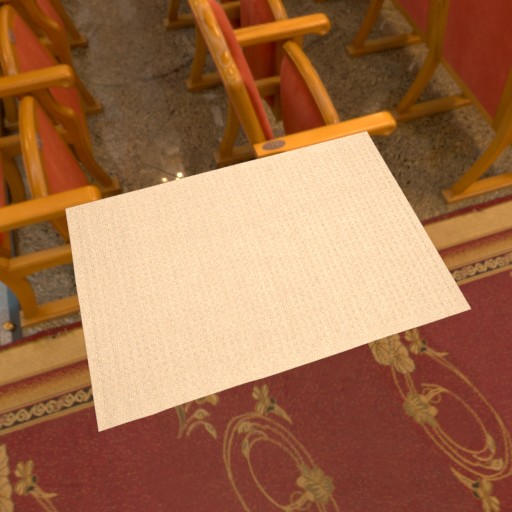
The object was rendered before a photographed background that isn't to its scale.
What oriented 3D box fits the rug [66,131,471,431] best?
[{"bbox_3d":[0.000,0.000,2.900,2.289,0.006,1.523,-16,64,-8],"label":"rug"}]
